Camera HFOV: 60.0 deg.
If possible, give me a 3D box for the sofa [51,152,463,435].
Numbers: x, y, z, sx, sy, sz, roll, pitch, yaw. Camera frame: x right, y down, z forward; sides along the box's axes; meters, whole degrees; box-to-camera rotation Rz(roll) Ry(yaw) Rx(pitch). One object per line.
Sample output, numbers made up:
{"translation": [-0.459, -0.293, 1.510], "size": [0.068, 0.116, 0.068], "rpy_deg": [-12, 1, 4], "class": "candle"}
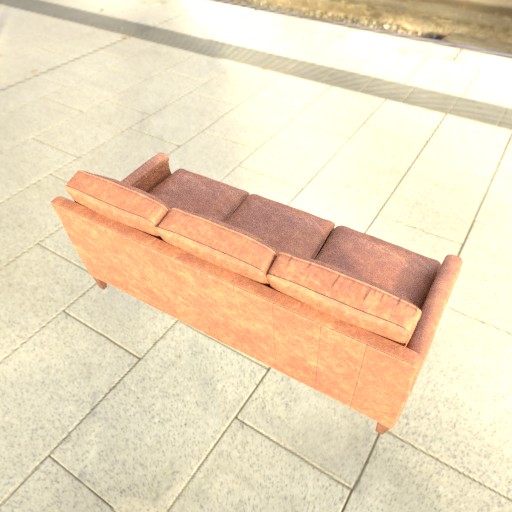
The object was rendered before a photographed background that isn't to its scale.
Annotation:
{"translation": [0.000, 0.000, 2.759], "size": [2.246, 1.003, 1.084], "rpy_deg": [23, 49, 21], "class": "sofa"}
